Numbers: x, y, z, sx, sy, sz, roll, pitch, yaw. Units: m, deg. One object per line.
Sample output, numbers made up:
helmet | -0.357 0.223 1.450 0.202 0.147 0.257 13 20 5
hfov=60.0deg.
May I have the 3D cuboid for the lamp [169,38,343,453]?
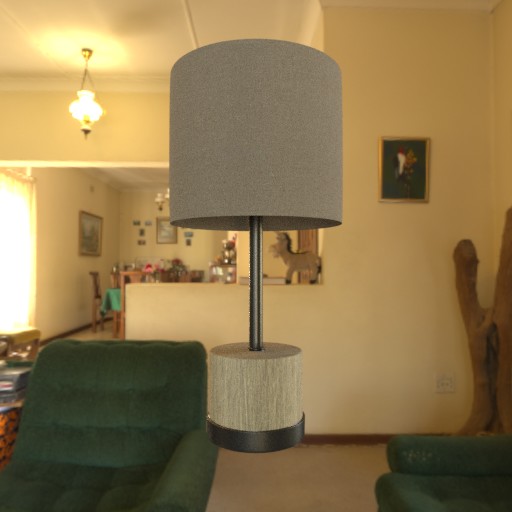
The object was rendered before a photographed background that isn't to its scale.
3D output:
lamp | 0.000 0.000 0.592 0.229 0.470 0.229 0 -1 -17
